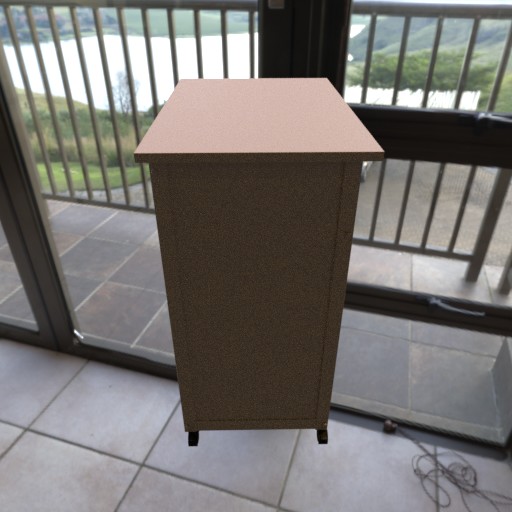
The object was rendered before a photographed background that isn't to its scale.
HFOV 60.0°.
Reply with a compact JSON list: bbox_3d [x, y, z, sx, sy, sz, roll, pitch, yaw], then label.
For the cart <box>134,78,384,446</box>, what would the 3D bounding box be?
[{"bbox_3d":[0.000,0.000,1.299,0.442,0.864,0.683,-1,32,-1],"label":"cart"}]
